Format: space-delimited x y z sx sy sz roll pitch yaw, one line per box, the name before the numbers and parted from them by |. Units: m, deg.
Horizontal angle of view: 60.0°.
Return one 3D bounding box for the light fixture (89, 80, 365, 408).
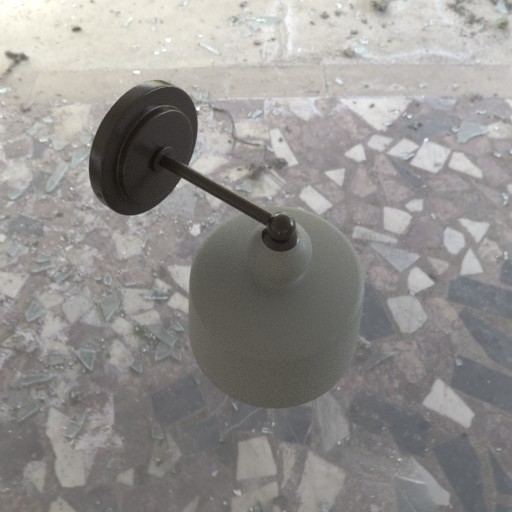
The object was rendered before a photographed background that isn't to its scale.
light fixture | 0.000 0.000 0.431 0.254 0.268 0.204 31 64 17
